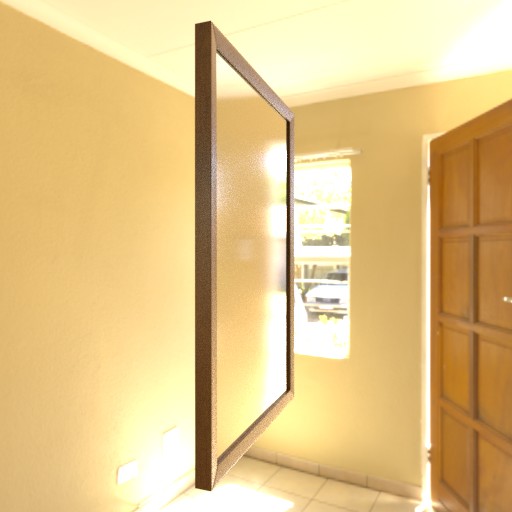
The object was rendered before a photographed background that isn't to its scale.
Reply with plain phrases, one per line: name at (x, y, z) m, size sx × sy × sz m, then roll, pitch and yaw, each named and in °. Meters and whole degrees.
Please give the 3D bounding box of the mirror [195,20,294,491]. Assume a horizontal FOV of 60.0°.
mirror at (0.000, 0.000, 1.153) m, size 0.040 × 0.915 × 0.609 m, roll 0°, pitch 0°, yaw 20°
